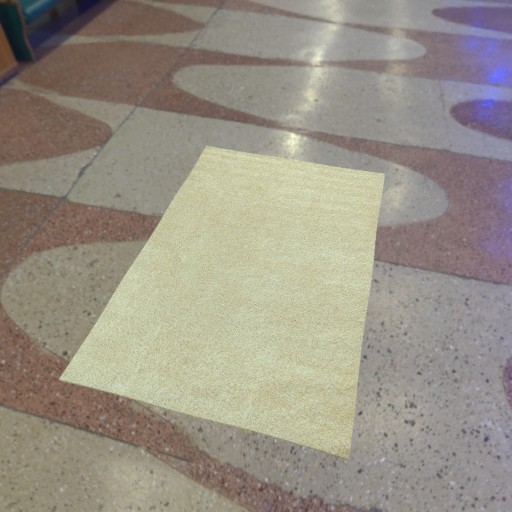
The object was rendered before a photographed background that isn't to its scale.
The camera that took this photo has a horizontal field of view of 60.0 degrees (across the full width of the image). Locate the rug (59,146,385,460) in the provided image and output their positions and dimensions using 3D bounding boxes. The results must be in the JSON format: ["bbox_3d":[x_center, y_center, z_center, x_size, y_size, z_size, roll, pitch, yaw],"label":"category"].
[{"bbox_3d":[0.000,0.000,3.490,1.800,0.025,2.699,11,48,10],"label":"rug"}]
